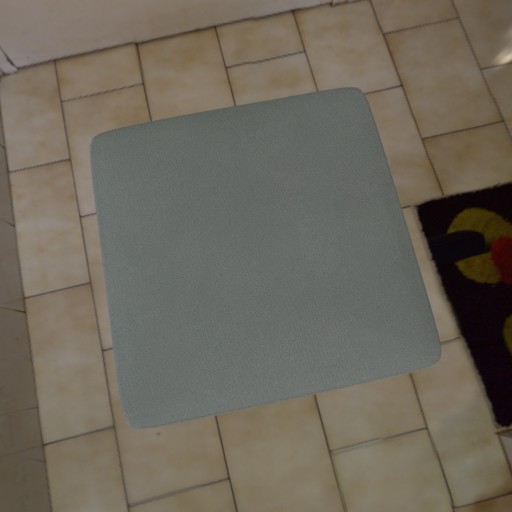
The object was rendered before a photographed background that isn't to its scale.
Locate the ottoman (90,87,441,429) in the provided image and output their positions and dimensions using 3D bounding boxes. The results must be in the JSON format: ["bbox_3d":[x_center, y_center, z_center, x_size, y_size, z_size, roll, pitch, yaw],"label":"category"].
[{"bbox_3d":[0.000,0.000,1.358,0.842,0.441,0.843,-11,76,-3],"label":"ottoman"}]
